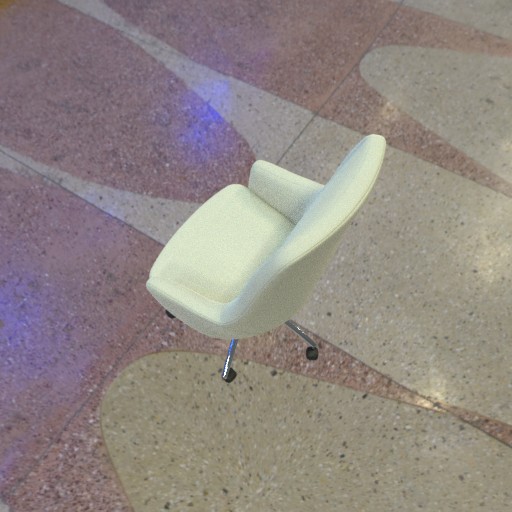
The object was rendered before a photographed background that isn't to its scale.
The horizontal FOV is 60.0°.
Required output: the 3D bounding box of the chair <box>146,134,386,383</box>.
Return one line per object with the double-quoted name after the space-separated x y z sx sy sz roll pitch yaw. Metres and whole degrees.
0.000 0.000 1.455 0.640 1.049 0.620 32 66 16 "chair"
